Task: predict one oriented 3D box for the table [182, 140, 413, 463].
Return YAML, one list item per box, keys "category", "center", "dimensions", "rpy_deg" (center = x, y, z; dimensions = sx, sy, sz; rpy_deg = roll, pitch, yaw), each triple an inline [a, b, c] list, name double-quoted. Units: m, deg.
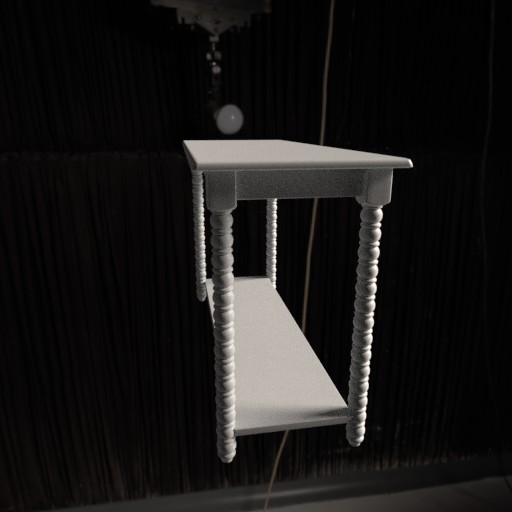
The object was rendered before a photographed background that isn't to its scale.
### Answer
- category: "table"
  center: [0.000, 0.000, 1.538]
  dimensions: [0.459, 0.740, 1.184]
  rpy_deg: [-3, 17, -10]
